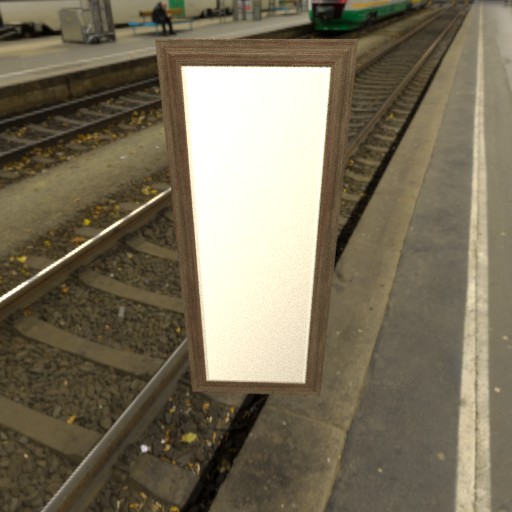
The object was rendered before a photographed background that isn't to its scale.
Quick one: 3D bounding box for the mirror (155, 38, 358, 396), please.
[{"bbox_3d":[0.000,0.000,2.305,0.812,2.032,0.025,1,31,2],"label":"mirror"}]
